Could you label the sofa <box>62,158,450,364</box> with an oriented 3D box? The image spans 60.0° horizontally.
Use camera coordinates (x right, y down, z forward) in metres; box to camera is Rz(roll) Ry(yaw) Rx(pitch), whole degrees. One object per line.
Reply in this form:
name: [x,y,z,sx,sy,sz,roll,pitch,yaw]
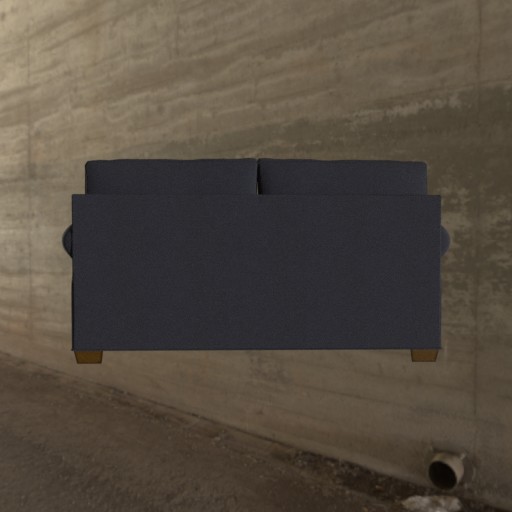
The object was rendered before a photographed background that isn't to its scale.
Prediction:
sofa: [0.000,0.000,2.607,2.009,1.031,0.951,0,1,-1]
